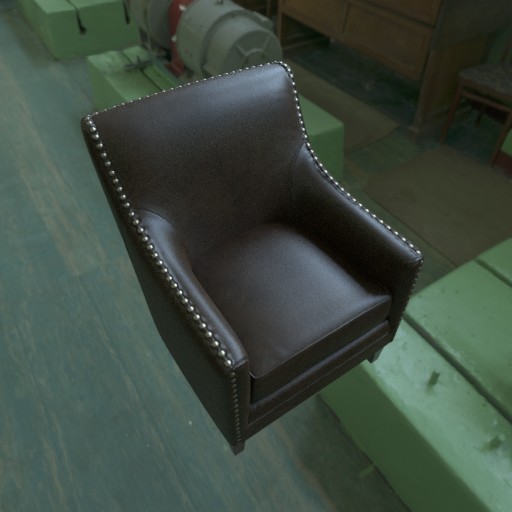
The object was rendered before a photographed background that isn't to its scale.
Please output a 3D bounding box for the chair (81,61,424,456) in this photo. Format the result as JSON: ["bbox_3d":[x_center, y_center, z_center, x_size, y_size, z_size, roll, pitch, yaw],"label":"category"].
[{"bbox_3d":[0.000,0.000,1.313,0.639,0.813,0.704,-26,52,-23],"label":"chair"}]
